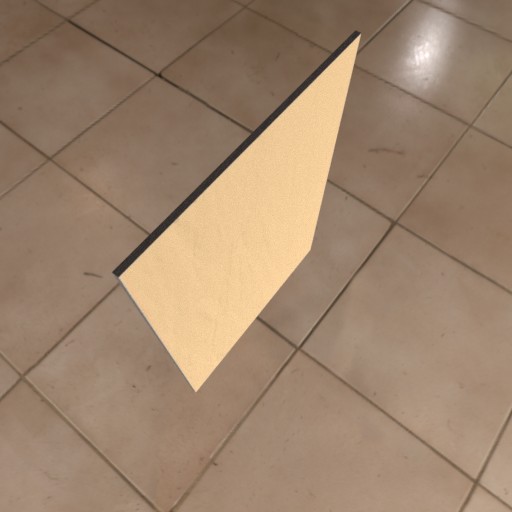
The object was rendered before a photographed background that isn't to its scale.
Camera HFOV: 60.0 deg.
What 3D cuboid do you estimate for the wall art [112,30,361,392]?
[{"bbox_3d":[0.000,0.000,1.418,0.016,1.116,0.810,34,68,16],"label":"wall art"}]
